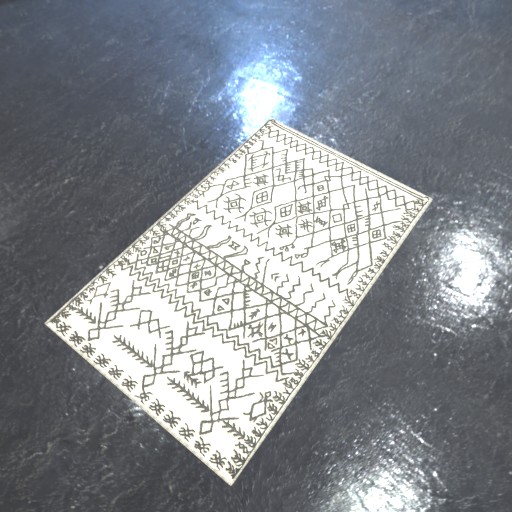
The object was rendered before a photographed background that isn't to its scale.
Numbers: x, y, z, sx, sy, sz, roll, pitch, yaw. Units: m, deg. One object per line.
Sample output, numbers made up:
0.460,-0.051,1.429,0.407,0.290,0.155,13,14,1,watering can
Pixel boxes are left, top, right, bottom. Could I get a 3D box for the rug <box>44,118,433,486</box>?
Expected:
0.000,0.000,3.094,1.526,0.012,2.444,33,63,19,rug
